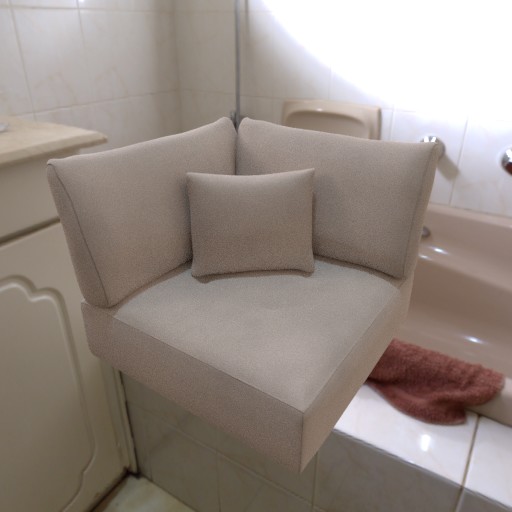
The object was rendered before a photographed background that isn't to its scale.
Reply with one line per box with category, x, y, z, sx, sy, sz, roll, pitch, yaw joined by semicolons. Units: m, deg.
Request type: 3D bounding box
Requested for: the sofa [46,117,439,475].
sofa;0.000;0.000;1.692;1.000;0.820;1.000;18;32;30
